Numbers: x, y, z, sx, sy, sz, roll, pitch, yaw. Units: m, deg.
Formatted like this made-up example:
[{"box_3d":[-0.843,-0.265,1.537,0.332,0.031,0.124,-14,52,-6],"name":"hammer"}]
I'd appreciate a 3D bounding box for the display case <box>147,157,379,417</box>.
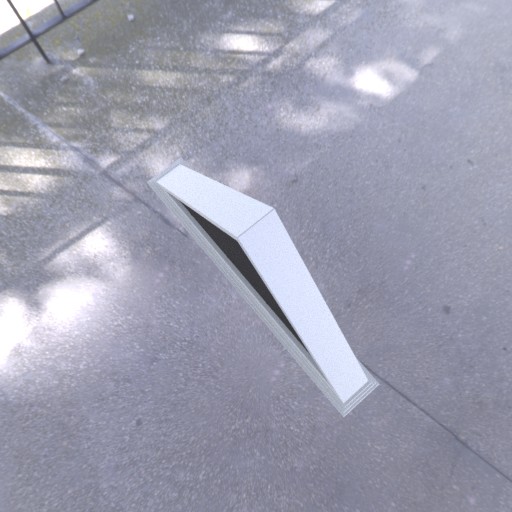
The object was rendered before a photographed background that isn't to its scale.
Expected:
[{"box_3d":[0.000,0.000,0.767,0.095,0.340,0.640,-39,78,-10],"name":"display case"}]
